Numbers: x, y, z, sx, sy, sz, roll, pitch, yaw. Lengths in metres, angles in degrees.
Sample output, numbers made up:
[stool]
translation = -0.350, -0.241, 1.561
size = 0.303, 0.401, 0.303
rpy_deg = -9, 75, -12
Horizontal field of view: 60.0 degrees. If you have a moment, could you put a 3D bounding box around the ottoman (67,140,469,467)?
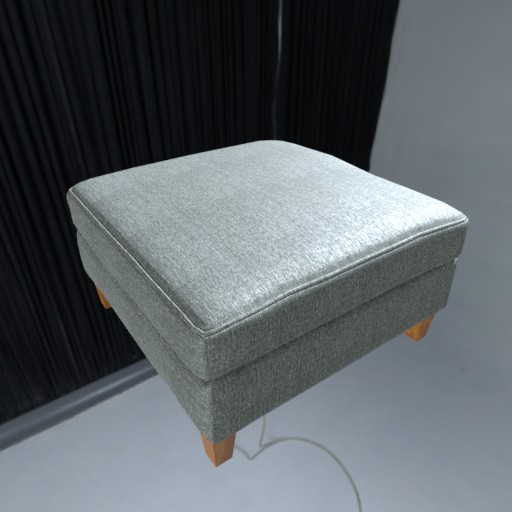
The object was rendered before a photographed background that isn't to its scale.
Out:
[ottoman]
translation = 0.000, 0.000, 1.335
size = 0.838, 0.481, 0.838
rpy_deg = -20, 37, -30
